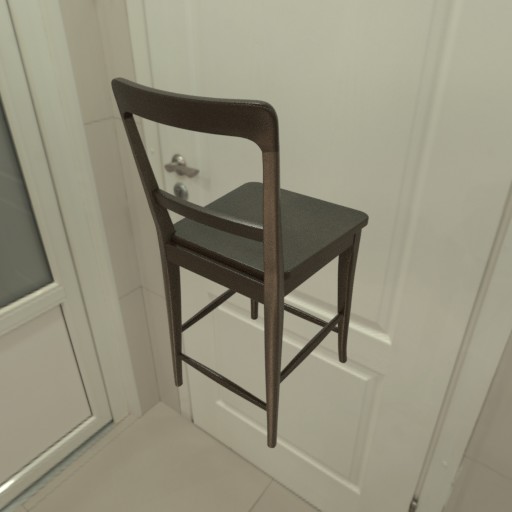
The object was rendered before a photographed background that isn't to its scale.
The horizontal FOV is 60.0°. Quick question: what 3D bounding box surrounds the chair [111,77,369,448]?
[{"bbox_3d":[0.000,0.000,1.275,0.450,0.991,0.546,21,37,31],"label":"chair"}]
